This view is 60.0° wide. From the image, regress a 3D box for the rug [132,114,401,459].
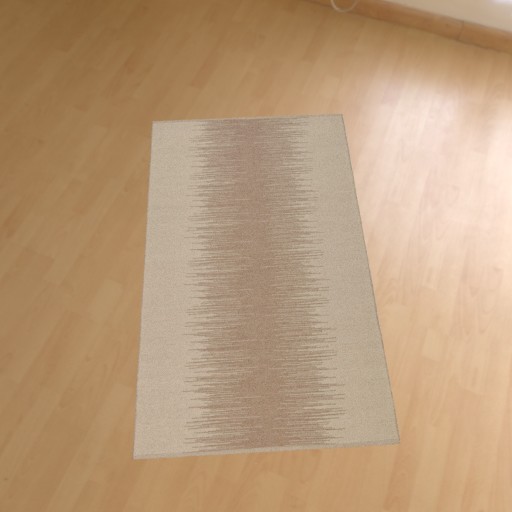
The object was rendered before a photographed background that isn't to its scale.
[{"bbox_3d":[0.000,0.000,3.013,1.522,0.012,2.440,-3,65,-1],"label":"rug"}]
